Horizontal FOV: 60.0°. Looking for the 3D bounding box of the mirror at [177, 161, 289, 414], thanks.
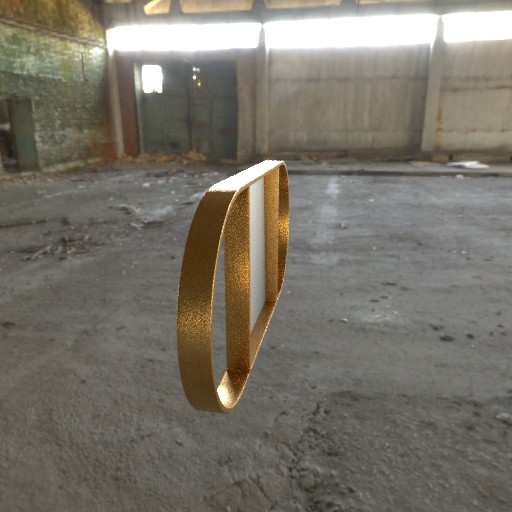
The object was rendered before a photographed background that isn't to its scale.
[{"bbox_3d":[0.000,0.000,0.665,0.032,0.254,0.584,3,17,10],"label":"mirror"}]
